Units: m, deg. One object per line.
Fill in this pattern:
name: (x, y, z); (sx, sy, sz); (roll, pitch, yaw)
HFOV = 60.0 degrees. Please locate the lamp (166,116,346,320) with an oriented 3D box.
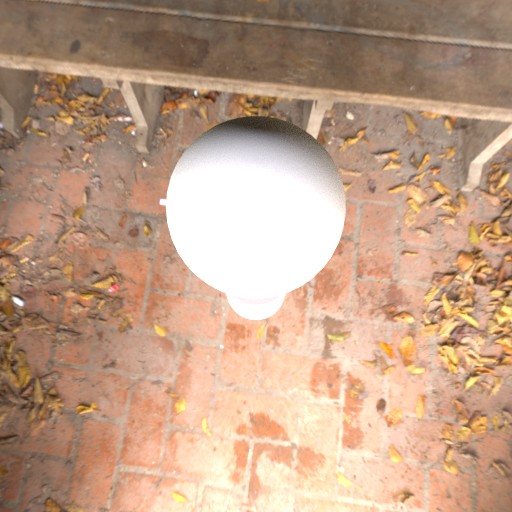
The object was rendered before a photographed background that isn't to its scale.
lamp: (0.000, 0.000, 0.543); (0.153, 0.480, 0.153); (0, 75, 0)
